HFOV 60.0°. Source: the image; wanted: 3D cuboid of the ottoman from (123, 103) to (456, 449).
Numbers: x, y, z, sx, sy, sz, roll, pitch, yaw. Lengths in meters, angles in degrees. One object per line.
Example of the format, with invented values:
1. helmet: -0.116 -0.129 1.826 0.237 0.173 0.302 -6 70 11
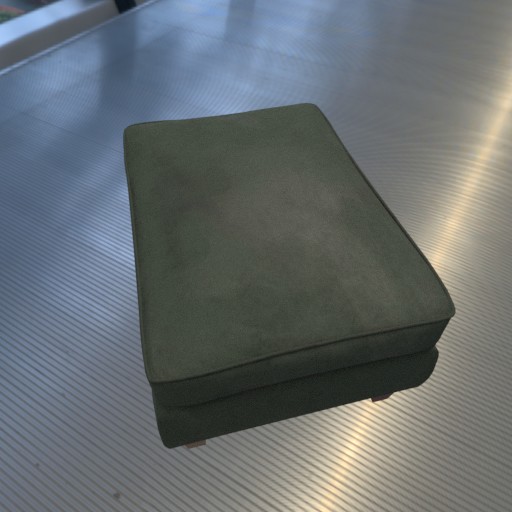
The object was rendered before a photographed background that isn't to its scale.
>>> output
1. ottoman: 0.000 0.000 1.219 0.632 0.495 0.864 -10 48 -10
